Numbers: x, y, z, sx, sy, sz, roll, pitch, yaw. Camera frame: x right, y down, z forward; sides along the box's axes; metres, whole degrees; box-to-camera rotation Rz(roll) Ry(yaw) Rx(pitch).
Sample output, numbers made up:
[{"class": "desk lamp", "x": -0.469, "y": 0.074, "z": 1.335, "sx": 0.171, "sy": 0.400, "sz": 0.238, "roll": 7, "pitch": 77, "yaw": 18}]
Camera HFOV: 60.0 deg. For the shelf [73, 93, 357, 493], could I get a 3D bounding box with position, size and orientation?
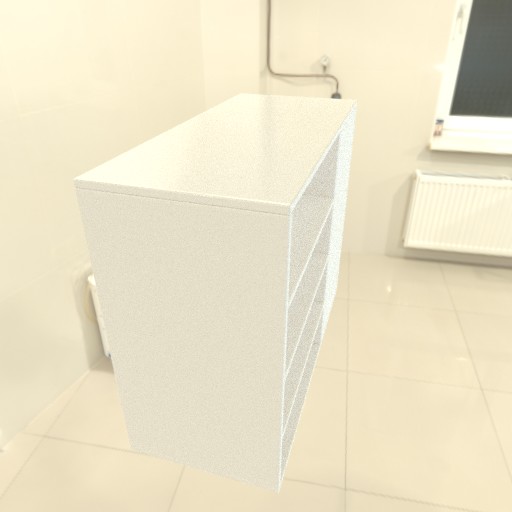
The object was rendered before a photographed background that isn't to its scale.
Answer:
[{"class": "shelf", "x": 0.000, "y": 0.000, "z": 1.282, "sx": 0.396, "sy": 0.732, "sz": 0.895, "roll": 9, "pitch": 31, "yaw": 15}]
